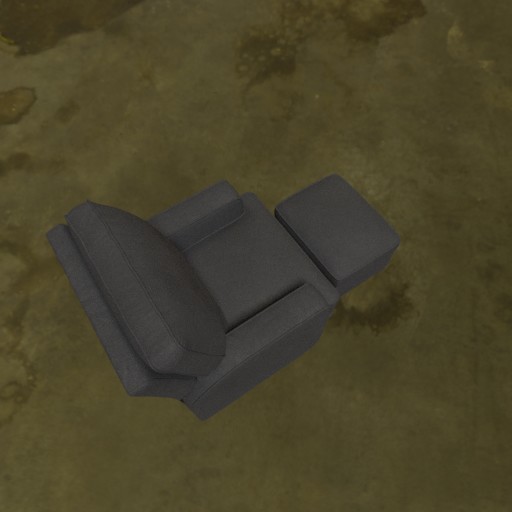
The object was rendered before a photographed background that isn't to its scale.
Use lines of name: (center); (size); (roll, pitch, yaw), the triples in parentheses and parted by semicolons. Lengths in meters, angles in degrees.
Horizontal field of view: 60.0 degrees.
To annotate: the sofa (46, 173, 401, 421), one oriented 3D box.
sofa: (0.000, 0.000, 2.068); (1.472, 0.959, 0.861); (-30, 64, -16)
